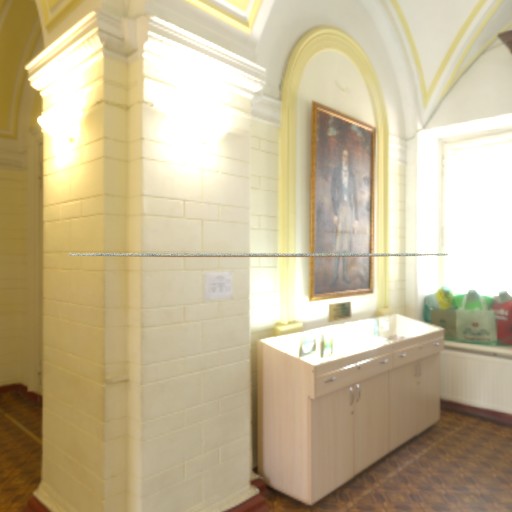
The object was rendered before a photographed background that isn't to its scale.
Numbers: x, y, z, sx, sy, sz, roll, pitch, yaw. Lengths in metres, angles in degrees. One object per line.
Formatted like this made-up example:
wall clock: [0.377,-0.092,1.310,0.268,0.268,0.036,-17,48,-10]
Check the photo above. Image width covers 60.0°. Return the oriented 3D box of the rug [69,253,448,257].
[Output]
rug: [0.000,0.000,2.209,1.142,0.006,1.752,0,0,-1]
